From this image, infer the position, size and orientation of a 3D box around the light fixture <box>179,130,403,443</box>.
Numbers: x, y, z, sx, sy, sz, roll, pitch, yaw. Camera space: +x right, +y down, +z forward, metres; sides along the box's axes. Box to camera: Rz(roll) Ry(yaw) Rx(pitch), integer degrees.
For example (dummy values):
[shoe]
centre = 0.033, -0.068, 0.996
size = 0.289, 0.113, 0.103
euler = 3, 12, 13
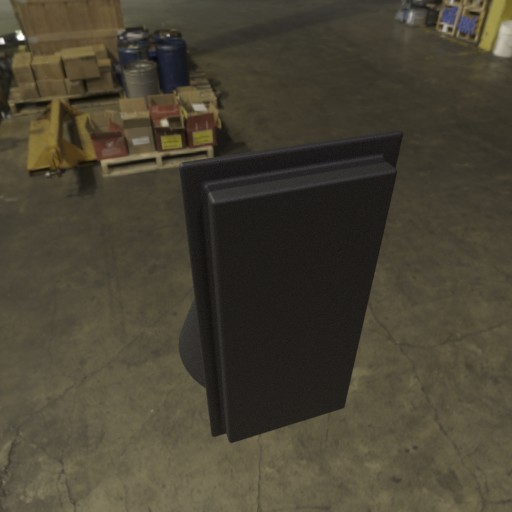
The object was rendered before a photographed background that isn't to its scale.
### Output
[light fixture]
centre = 0.000, 0.000, 0.424
size = 0.170, 0.298, 0.207
euler = -12, 40, -14
